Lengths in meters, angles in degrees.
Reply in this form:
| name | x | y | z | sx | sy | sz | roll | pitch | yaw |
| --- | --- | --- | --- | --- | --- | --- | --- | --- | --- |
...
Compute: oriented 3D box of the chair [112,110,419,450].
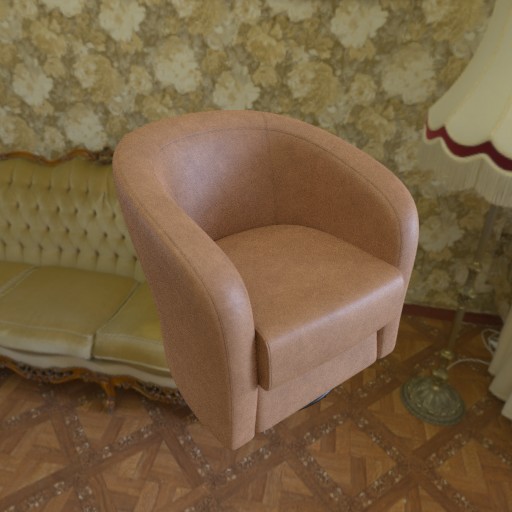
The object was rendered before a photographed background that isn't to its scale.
| name | x | y | z | sx | sy | sz | roll | pitch | yaw |
| --- | --- | --- | --- | --- | --- | --- | --- | --- | --- |
| chair | 0.000 | 0.000 | 1.442 | 0.791 | 0.771 | 0.815 | -20 | 36 | -30 |
